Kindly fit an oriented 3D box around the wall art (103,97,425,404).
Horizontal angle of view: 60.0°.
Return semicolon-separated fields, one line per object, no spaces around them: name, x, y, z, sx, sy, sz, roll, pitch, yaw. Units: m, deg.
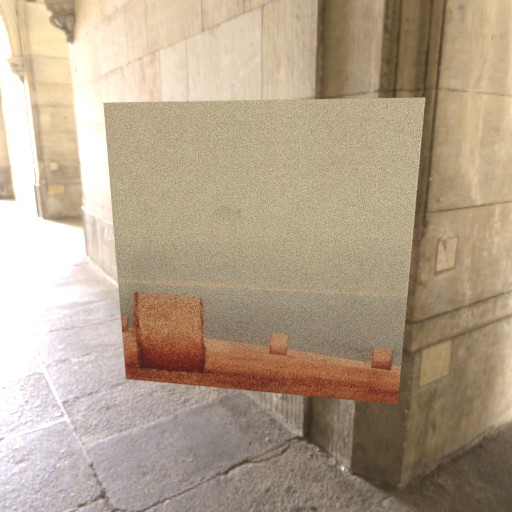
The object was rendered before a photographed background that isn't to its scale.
wall art;0.000;0.000;1.146;0.760;0.760;0.042;2;15;9
